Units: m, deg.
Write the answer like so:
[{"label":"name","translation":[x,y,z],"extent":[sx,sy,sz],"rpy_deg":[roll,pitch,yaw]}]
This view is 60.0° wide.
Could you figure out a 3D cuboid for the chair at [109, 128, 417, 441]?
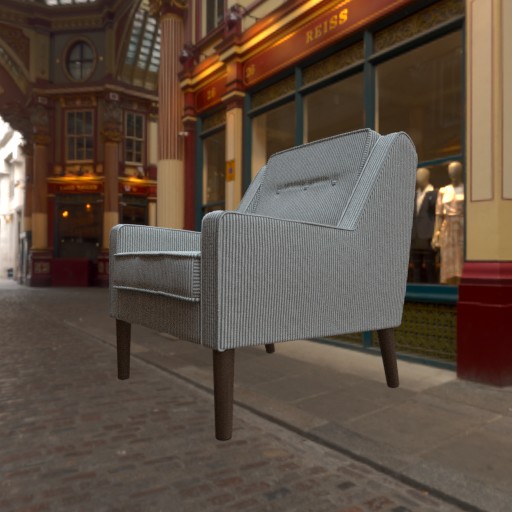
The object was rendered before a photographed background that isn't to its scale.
[{"label":"chair","translation":[0.000,0.000,1.381],"extent":[0.743,0.792,0.663],"rpy_deg":[0,0,-38]}]
